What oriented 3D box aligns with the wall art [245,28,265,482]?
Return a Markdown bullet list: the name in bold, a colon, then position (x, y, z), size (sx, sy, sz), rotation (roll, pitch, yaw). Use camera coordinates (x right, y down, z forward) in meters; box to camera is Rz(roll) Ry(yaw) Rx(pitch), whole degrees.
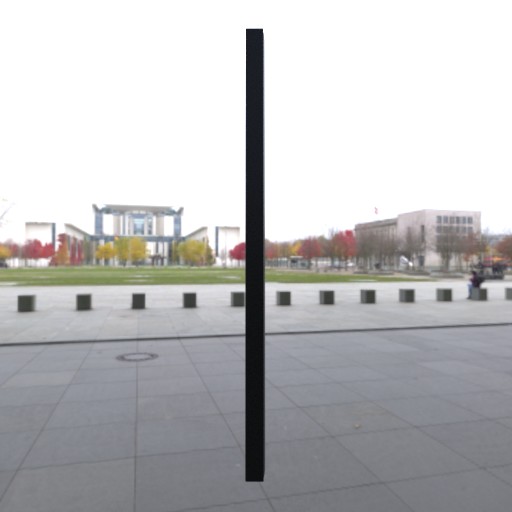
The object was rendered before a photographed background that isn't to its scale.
- **wall art**: position (0.000, 0.000, 1.638), size (0.053, 1.194, 0.950), rotation (0, -1, 0)
